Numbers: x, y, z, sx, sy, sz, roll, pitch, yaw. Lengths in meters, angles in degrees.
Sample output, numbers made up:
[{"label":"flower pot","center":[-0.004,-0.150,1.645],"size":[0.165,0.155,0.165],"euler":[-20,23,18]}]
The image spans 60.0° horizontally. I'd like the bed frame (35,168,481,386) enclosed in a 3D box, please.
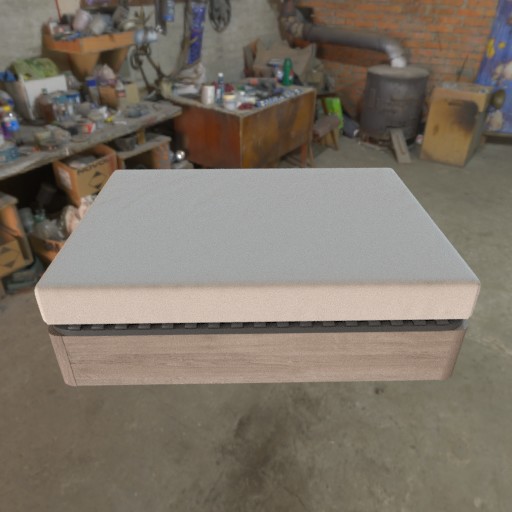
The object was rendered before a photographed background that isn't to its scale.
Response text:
[{"label":"bed frame","center":[0.000,0.000,2.560],"size":[1.900,0.561,1.400],"euler":[-1,32,-1]}]
